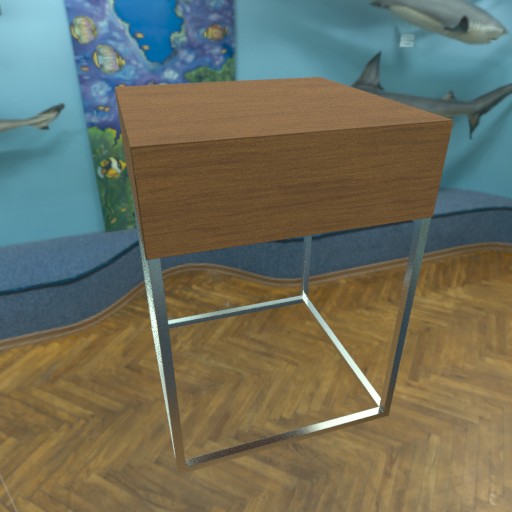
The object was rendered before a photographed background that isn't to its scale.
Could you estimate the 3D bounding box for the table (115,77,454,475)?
[{"bbox_3d":[0.000,0.000,0.803,0.397,0.540,0.398,-9,31,-15],"label":"table"}]
